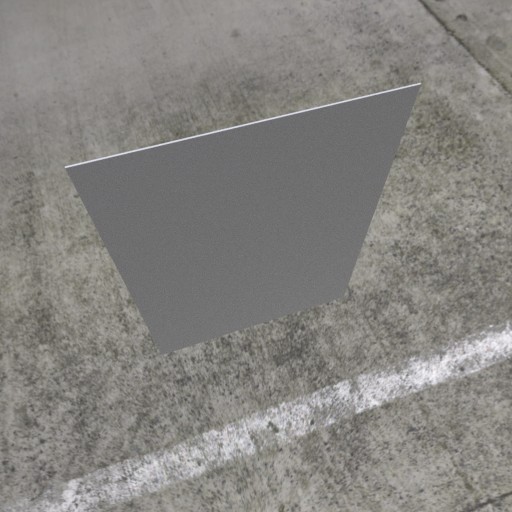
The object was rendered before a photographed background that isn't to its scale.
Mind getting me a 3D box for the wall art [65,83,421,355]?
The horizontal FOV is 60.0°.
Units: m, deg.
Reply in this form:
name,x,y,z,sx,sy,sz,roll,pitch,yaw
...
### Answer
name,x,y,z,sx,sy,sz,roll,pitch,yaw
wall art,0.000,0.000,0.798,0.457,0.609,0.003,-16,59,-10
